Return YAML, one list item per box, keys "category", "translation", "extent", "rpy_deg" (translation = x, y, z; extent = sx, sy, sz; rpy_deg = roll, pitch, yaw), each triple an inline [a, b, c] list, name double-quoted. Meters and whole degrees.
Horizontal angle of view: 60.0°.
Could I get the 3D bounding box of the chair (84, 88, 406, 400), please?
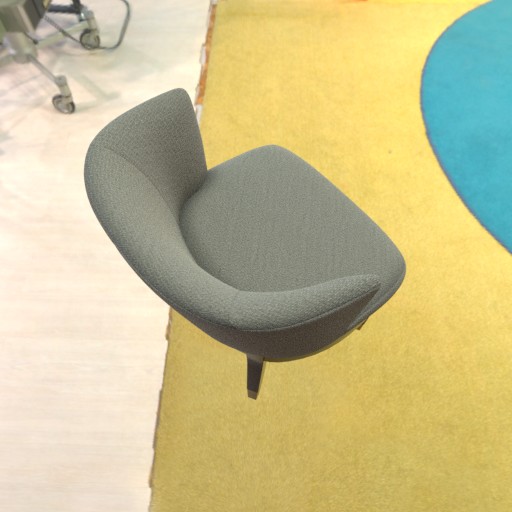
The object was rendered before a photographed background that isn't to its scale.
- category: "chair"
  translation: [0.000, 0.000, 1.232]
  extent: [0.660, 0.760, 0.700]
  rpy_deg: [-33, 64, -19]
